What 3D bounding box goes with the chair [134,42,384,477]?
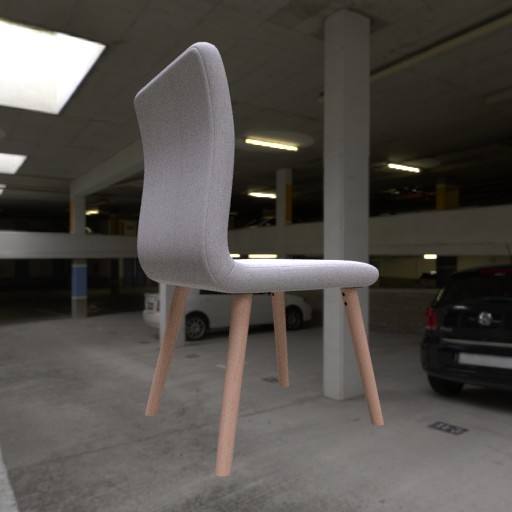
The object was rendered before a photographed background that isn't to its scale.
[{"bbox_3d":[0.000,0.000,1.195,0.550,0.885,0.435,0,0,-34],"label":"chair"}]
